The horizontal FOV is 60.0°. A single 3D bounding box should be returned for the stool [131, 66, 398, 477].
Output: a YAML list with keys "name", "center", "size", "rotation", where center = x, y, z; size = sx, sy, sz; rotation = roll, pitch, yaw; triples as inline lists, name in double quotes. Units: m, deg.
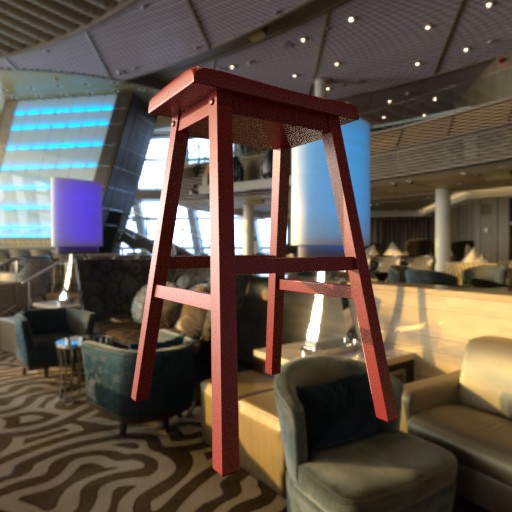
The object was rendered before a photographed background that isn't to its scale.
- name: "stool"
  center: [0.000, 0.000, 1.067]
  size: [0.457, 0.737, 0.476]
  rotation: [-1, 1, -34]
